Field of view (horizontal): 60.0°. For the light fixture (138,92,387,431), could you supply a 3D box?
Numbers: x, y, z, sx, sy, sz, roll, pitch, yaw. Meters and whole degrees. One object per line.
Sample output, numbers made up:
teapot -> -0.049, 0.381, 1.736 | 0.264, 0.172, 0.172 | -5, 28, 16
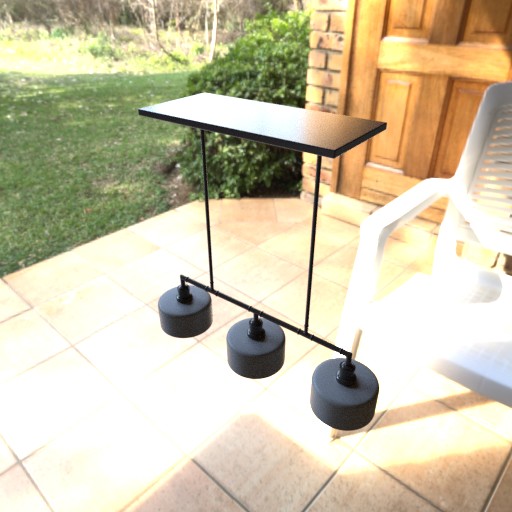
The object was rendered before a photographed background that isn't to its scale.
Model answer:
light fixture -> 0.000, 0.000, 0.894 | 0.582, 0.557, 0.177 | 21, 37, 31
